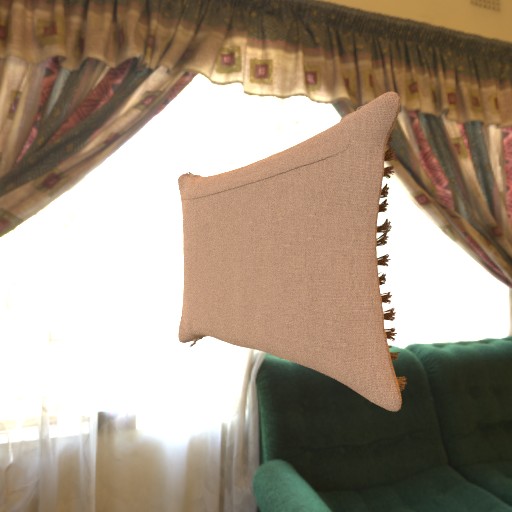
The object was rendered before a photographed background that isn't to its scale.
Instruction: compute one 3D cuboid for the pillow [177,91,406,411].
[{"bbox_3d":[0.000,0.000,0.599,0.084,0.305,0.466,1,-2,-35],"label":"pillow"}]
